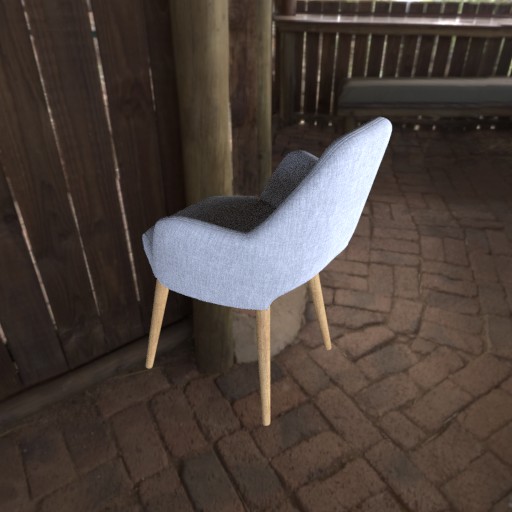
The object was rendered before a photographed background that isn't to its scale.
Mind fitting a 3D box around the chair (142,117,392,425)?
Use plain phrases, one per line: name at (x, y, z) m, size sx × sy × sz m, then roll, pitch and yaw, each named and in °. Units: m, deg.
chair at (0.000, 0.000, 1.271) m, size 0.610 × 0.840 × 0.590 m, roll 21°, pitch 38°, yaw 30°
